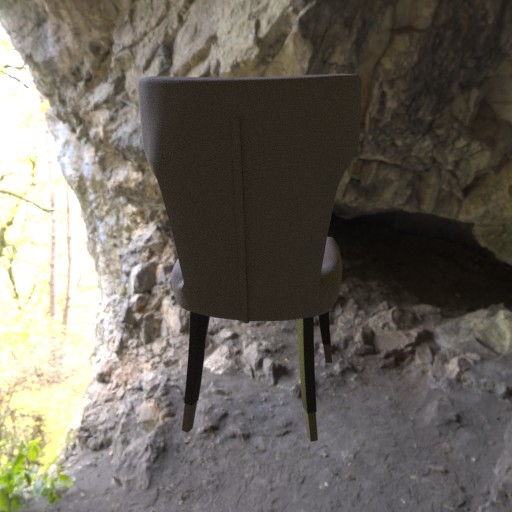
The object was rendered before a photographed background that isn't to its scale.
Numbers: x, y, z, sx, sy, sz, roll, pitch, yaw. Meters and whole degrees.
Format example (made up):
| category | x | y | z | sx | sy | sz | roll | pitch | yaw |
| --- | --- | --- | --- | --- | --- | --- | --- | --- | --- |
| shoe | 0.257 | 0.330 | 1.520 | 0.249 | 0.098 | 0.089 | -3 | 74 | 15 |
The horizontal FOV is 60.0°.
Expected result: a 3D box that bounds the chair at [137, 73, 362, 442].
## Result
| category | x | y | z | sx | sy | sz | roll | pitch | yaw |
| --- | --- | --- | --- | --- | --- | --- | --- | --- | --- |
| chair | 0.000 | 0.000 | 1.309 | 0.526 | 0.955 | 0.630 | 2 | 16 | 6 |
